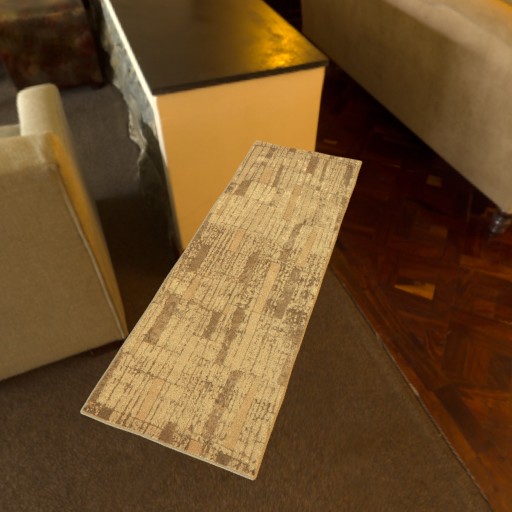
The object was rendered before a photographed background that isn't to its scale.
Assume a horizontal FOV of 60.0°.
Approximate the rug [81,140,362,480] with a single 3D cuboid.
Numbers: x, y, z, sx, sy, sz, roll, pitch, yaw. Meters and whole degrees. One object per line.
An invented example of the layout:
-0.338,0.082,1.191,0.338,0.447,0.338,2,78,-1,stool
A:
0.000,0.000,2.679,0.857,0.018,2.383,15,49,13,rug
